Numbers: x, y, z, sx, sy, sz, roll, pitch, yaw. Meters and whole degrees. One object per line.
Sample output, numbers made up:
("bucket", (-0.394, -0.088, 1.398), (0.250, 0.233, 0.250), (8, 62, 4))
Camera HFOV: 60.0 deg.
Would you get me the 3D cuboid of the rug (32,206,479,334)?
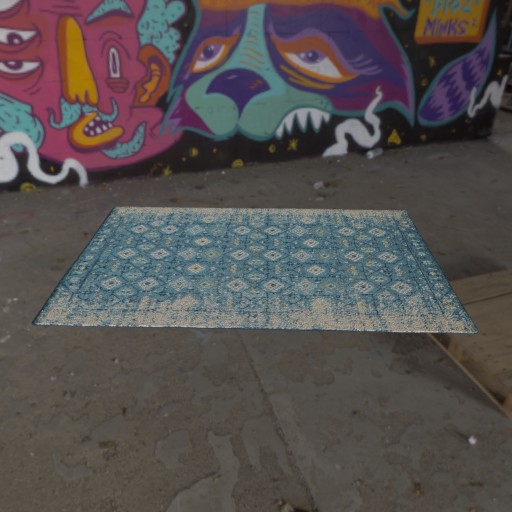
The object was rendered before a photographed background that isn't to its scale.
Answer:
("rug", (0.000, 0.000, 3.054), (2.449, 0.015, 1.530), (1, 31, 1))
